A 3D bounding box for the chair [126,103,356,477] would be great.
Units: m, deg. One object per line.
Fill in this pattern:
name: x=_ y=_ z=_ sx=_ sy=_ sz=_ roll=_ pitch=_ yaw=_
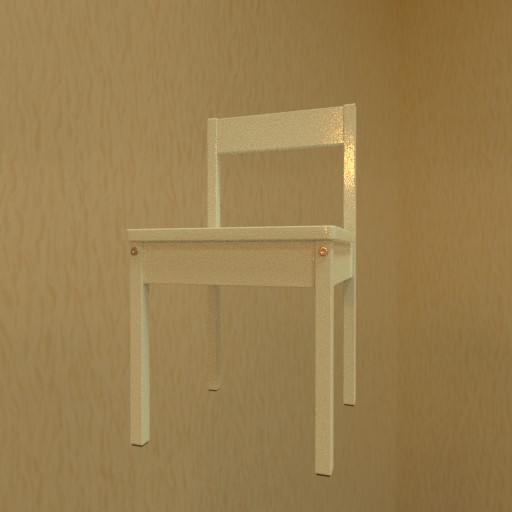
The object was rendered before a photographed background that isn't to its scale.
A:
chair: x=0.000 y=0.000 z=0.885 sx=0.367 sy=0.668 sz=0.361 roll=0 pitch=1 yaw=18
